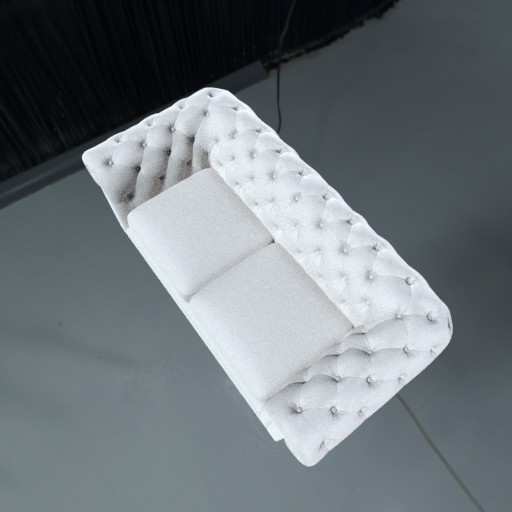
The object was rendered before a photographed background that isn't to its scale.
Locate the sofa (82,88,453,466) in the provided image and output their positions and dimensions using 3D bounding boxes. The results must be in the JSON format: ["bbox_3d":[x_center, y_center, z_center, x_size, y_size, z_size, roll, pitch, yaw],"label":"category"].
[{"bbox_3d":[0.000,0.000,2.488,0.986,0.764,1.998,-34,67,-16],"label":"sofa"}]
